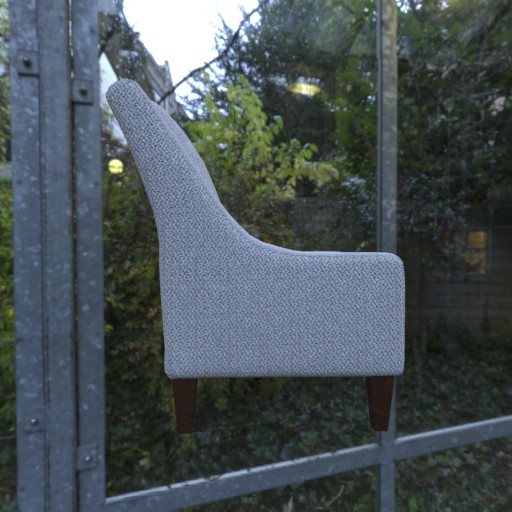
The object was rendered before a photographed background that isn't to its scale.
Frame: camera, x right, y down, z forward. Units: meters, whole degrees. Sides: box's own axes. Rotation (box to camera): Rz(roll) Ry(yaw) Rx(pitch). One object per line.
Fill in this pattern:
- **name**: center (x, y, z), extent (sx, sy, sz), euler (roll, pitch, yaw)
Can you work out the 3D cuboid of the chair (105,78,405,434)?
- **chair**: center (0.000, 0.000, 1.625), extent (0.870, 1.014, 0.774), euler (0, 1, -2)
